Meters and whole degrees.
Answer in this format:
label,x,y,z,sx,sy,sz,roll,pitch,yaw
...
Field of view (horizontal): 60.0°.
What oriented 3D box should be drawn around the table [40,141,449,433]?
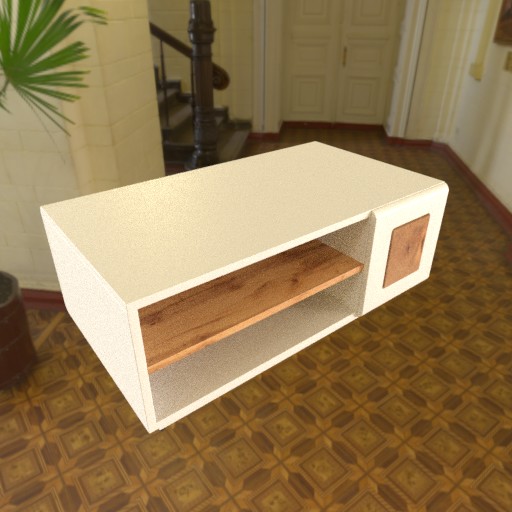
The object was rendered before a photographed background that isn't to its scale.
label,x,y,z,sx,sy,sz,roll,pitch,yaw
table,0.000,0.000,1.464,1.097,0.442,0.639,-21,36,-32
